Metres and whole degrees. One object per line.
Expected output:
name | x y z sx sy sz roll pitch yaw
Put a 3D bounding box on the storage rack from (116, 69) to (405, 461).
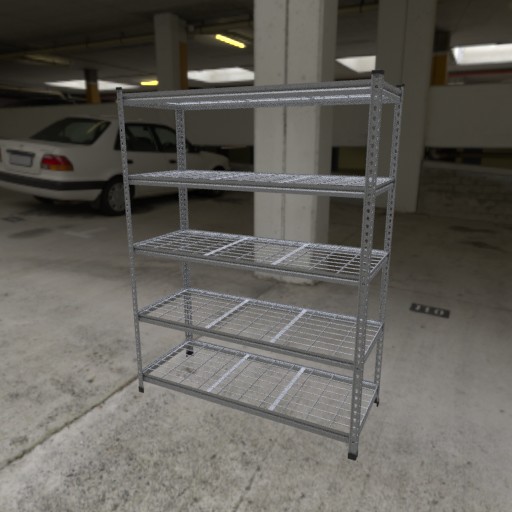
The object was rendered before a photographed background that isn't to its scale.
storage rack | 0.000 0.000 2.749 1.524 1.981 0.610 7 17 26
